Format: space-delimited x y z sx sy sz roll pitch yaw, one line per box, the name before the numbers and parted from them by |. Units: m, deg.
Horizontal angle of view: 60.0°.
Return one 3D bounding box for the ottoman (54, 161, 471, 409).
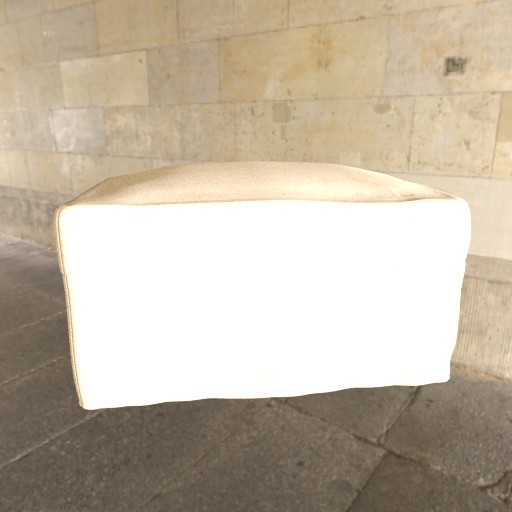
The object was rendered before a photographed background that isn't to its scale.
ottoman | 0.000 0.000 1.199 0.833 0.485 0.650 -2 16 -7
